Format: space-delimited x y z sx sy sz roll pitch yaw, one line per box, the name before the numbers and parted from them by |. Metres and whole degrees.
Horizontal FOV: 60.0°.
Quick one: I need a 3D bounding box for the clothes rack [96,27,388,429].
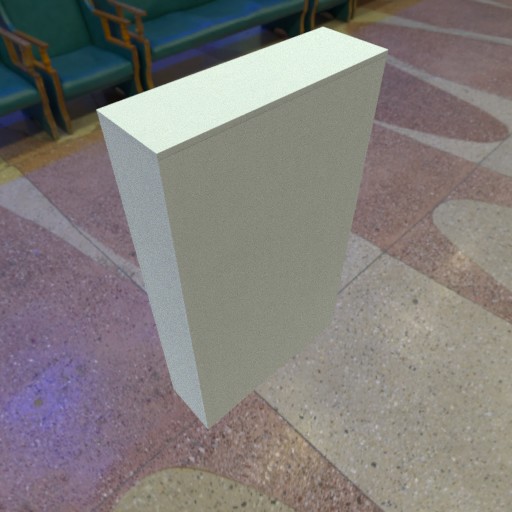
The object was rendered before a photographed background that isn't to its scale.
clothes rack | 0.000 0.000 1.553 0.750 1.280 0.250 -33 55 -28
